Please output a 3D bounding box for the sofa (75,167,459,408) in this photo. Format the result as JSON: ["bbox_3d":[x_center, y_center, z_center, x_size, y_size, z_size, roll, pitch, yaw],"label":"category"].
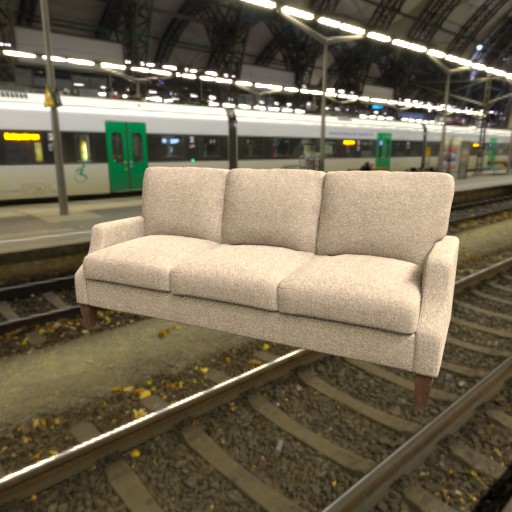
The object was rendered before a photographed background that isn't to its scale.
[{"bbox_3d":[0.000,0.000,2.590,2.115,0.984,0.888,7,15,26],"label":"sofa"}]
